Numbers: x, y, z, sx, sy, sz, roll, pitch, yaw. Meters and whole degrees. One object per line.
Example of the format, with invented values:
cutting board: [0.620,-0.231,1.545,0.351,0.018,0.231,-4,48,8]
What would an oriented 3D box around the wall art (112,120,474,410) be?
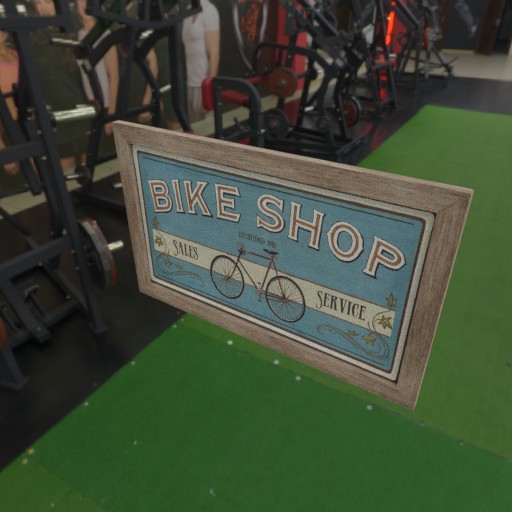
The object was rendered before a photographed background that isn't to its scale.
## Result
wall art: [0.000,0.000,0.974,0.780,0.480,0.021,18,36,28]
